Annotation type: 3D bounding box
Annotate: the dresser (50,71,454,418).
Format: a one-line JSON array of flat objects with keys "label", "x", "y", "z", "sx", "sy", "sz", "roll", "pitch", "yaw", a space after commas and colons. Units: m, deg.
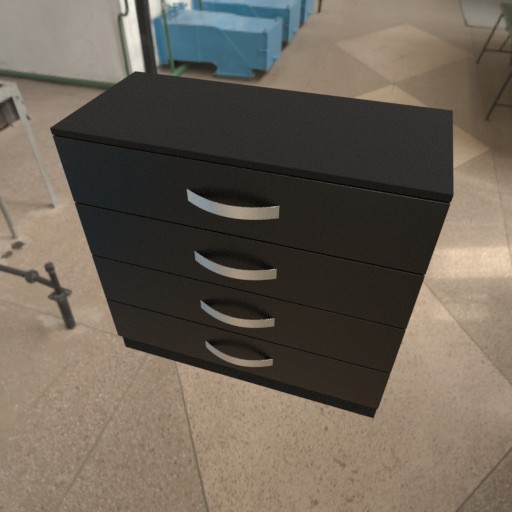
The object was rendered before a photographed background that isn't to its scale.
[{"label": "dresser", "x": 0.000, "y": 0.000, "z": 1.127, "sx": 0.750, "sy": 0.720, "sz": 0.360, "roll": 12, "pitch": 43, "yaw": 13}]
